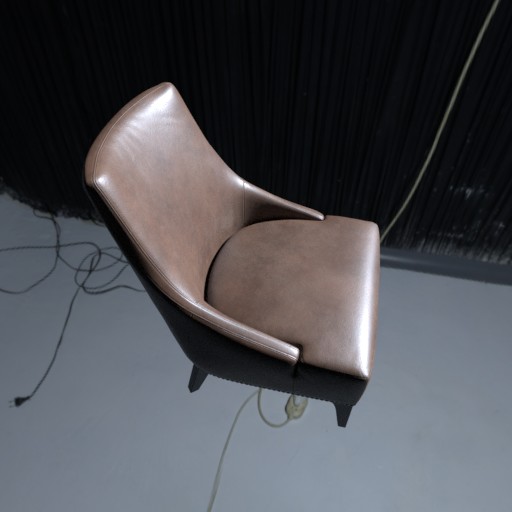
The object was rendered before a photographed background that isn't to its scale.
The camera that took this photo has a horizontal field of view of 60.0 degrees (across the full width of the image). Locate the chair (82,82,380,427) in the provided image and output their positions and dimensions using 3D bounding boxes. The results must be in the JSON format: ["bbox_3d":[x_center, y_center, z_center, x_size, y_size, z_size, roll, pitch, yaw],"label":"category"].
[{"bbox_3d":[0.000,0.000,1.501,0.861,0.909,0.701,9,47,9],"label":"chair"}]
